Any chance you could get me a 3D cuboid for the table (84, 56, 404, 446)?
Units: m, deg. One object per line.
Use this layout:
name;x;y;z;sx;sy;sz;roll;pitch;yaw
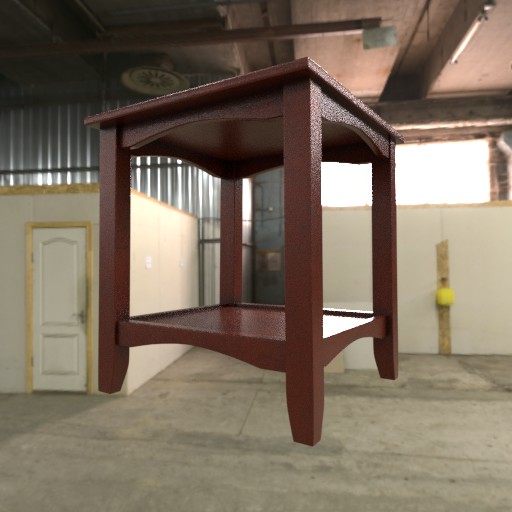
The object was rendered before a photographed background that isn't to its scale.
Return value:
table;0.000;0.000;0.965;0.523;0.558;0.522;0;0;36
